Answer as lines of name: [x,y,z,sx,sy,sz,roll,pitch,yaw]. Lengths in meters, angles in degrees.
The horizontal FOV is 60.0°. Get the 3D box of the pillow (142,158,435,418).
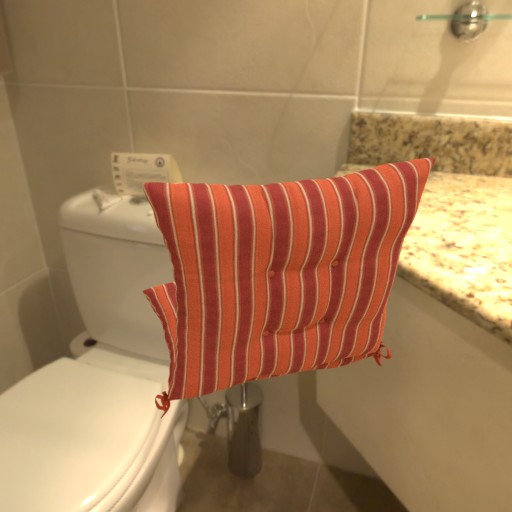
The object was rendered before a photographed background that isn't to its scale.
pillow: [0.000,0.000,1.026,0.541,0.536,0.585,-8,27,-16]
